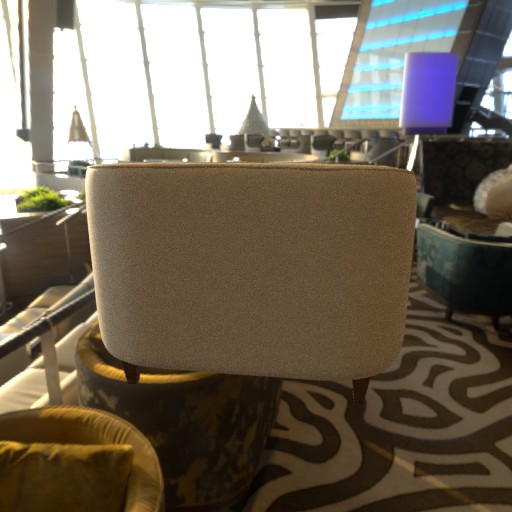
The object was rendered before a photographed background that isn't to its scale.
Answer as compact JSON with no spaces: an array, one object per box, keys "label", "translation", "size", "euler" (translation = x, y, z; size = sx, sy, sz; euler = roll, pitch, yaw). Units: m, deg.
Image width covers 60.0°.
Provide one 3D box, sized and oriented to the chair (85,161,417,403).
[{"label":"chair","translation":[0.000,0.000,1.760],"size":[1.118,0.787,0.914],"euler":[2,16,8]}]
